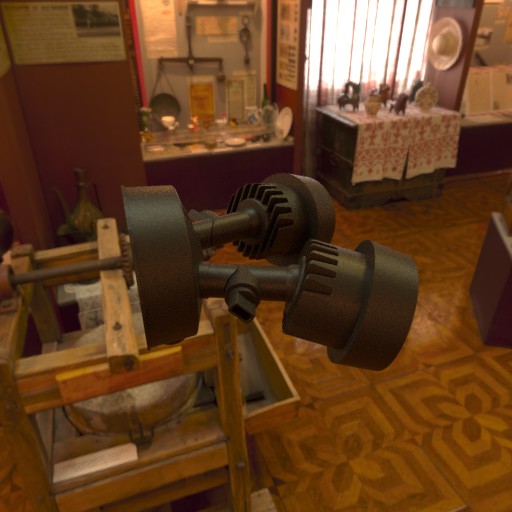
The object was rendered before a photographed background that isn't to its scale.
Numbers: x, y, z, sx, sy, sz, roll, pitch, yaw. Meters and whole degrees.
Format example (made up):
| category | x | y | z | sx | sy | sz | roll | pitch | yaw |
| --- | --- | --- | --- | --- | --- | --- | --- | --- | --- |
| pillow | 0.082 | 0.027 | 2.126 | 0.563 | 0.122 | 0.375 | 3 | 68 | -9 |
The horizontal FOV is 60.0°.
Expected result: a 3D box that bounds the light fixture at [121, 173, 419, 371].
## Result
| category | x | y | z | sx | sy | sz | roll | pitch | yaw |
| --- | --- | --- | --- | --- | --- | --- | --- | --- | --- |
| light fixture | 0.000 | 0.000 | 0.316 | 0.168 | 0.120 | 0.213 | -9 | 32 | -15 |
